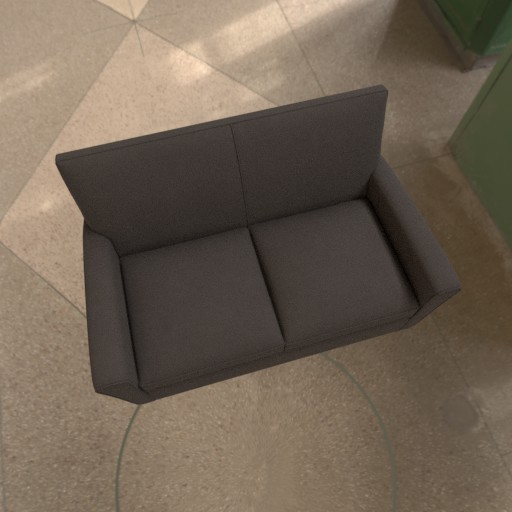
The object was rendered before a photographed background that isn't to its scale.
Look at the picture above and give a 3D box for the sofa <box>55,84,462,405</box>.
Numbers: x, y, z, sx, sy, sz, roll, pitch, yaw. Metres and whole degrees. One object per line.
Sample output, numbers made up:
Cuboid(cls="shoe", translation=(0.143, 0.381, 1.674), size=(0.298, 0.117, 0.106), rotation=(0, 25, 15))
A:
Cuboid(cls="sofa", translation=(0.000, 0.000, 1.951), size=(1.420, 0.846, 0.871), rotation=(-14, 65, -7))
